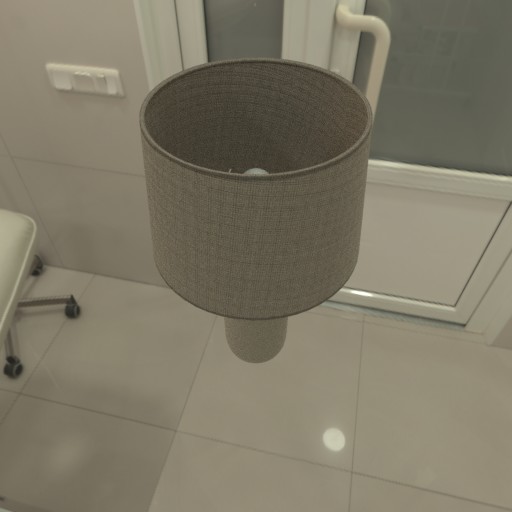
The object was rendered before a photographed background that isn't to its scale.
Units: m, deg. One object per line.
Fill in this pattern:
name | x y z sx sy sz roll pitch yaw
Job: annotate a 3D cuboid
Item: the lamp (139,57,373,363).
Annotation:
lamp | 0.000 0.000 0.837 0.367 0.609 0.367 0 47 0
